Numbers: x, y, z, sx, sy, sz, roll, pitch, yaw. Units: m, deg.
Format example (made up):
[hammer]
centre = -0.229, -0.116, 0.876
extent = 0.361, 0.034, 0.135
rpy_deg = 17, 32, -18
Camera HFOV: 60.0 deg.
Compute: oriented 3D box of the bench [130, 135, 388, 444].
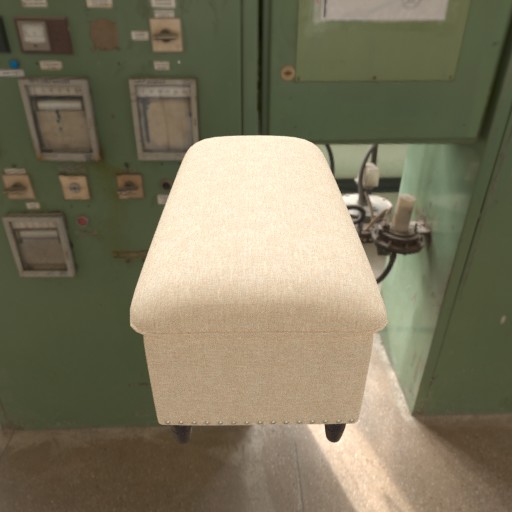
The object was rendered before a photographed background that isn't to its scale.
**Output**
[bench]
centre = 0.000, 0.000, 1.278
extent = 0.483, 0.483, 0.991
rpy_deg = 0, 32, -1
